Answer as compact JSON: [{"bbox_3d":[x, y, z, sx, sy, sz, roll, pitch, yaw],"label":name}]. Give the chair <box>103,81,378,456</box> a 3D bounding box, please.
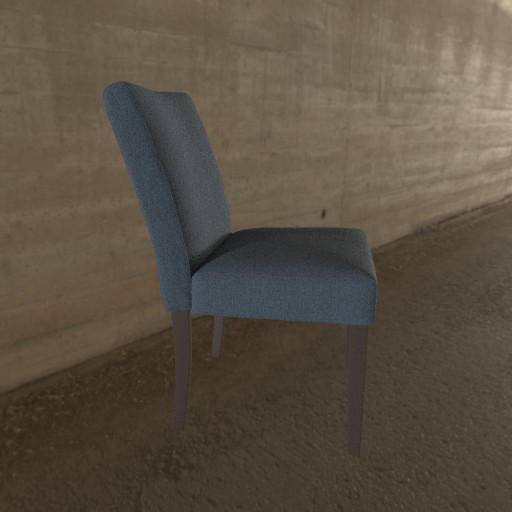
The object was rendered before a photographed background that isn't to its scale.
[{"bbox_3d":[0.000,0.000,1.231,0.629,0.882,0.487,3,17,10],"label":"chair"}]
